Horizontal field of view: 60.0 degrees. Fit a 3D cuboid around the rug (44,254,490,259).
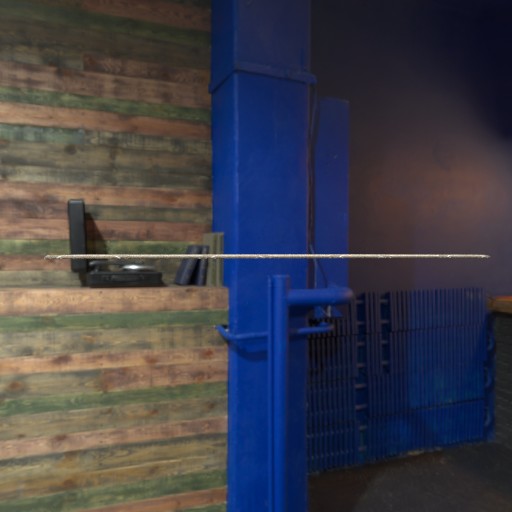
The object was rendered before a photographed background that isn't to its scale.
[{"bbox_3d":[0.000,0.000,2.318,1.836,0.012,1.239,0,0,-17],"label":"rug"}]
